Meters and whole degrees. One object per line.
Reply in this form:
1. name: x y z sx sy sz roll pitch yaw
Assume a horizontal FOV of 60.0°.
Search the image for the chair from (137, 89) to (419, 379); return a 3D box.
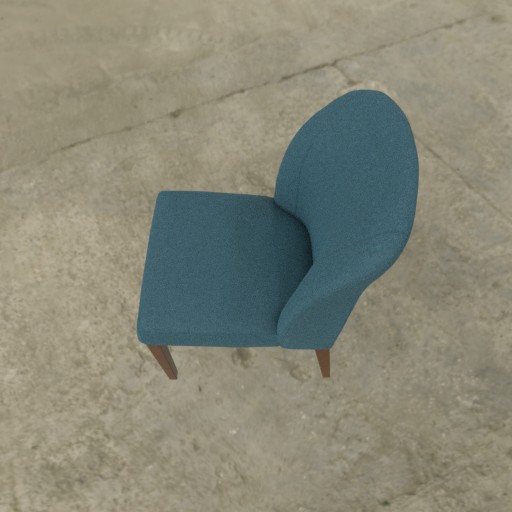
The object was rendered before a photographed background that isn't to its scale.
1. chair: 0.000 0.000 1.237 0.620 0.879 0.507 0 58 0
